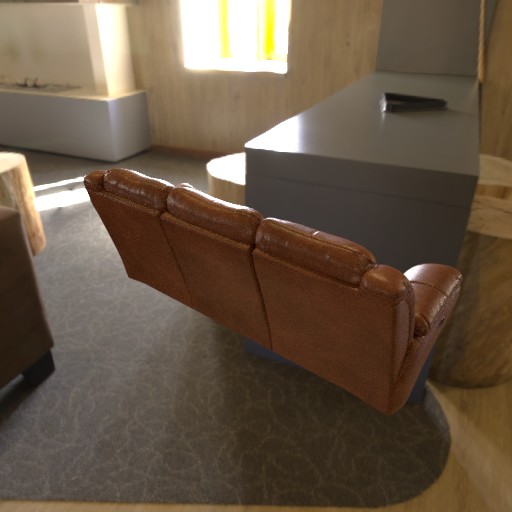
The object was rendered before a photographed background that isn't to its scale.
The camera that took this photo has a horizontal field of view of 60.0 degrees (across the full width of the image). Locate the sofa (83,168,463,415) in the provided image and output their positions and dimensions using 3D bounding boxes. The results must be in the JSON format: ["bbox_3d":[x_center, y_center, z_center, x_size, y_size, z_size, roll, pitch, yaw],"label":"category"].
[{"bbox_3d":[0.000,0.000,2.891,2.337,1.043,0.991,21,36,33],"label":"sofa"}]
